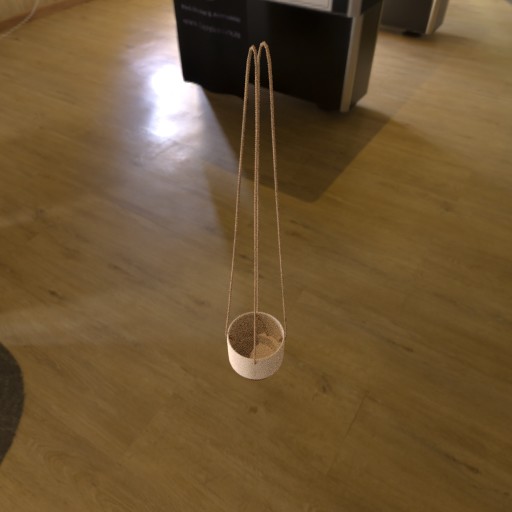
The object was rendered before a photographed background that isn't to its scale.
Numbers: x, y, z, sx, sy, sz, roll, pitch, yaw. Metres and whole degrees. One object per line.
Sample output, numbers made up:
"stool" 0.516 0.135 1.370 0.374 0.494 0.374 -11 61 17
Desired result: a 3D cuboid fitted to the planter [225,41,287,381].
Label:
"planter" 0.000 0.000 0.909 0.146 0.841 0.146 -33 55 -27
